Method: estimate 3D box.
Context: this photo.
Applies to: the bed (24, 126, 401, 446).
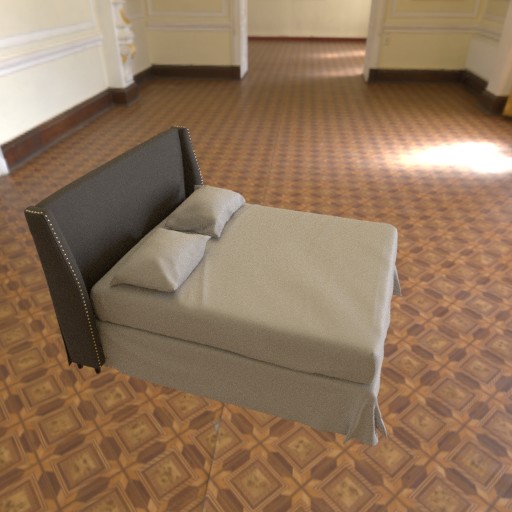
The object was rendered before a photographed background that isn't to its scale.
[{"bbox_3d":[0.000,0.000,3.391,2.276,1.332,1.925,10,33,16],"label":"bed"}]
